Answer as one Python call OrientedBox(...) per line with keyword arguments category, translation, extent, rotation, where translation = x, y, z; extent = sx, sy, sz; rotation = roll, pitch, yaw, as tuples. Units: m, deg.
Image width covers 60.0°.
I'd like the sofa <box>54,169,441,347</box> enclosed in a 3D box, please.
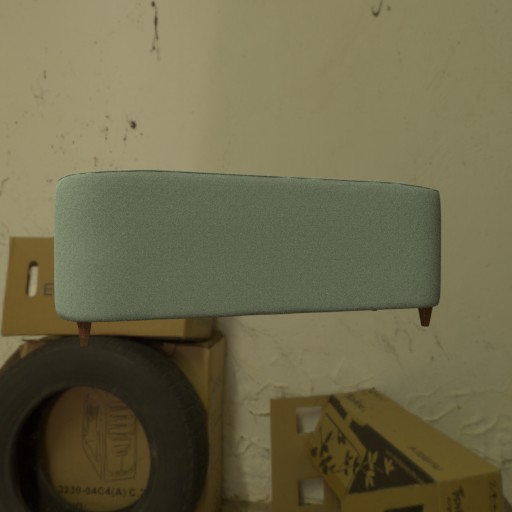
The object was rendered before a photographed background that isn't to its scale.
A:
OrientedBox(category="sofa", translation=(0.000, 0.000, 2.753), extent=(2.278, 0.855, 0.941), rotation=(0, 1, -17))
